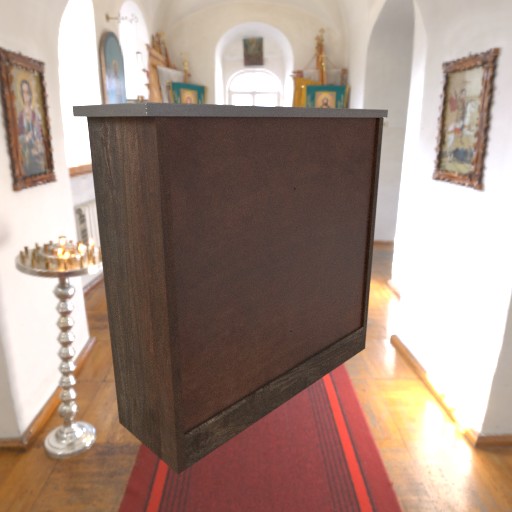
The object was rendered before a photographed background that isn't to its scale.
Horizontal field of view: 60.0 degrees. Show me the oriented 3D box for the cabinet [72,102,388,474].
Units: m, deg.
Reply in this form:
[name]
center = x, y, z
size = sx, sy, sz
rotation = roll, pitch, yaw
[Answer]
[cabinet]
center = 0.000, 0.000, 1.451
size = 0.338, 0.919, 0.968
rotation = 16, 23, 42
